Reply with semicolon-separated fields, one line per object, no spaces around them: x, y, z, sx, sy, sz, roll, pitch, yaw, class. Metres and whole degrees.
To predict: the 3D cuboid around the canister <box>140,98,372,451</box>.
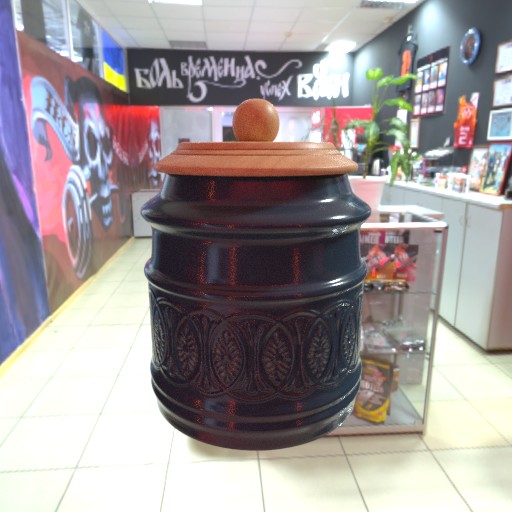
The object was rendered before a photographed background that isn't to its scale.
0.000;0.000;0.263;0.130;0.176;0.130;0;14;0;canister
